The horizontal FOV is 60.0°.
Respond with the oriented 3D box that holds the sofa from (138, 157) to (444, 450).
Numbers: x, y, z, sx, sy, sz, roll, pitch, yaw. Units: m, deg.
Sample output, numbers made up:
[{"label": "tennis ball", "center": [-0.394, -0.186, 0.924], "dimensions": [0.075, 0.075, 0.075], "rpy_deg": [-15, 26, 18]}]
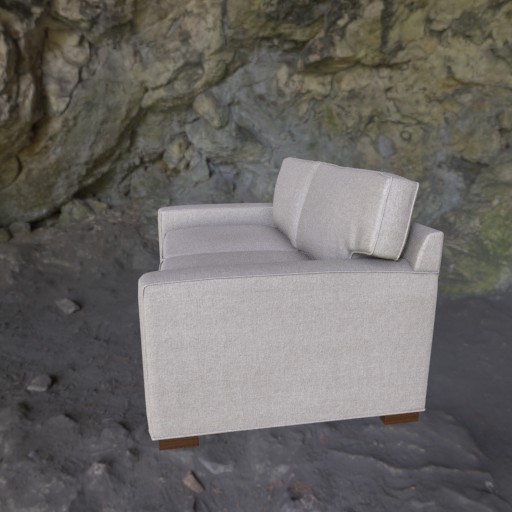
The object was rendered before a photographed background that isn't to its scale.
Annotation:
[{"label": "sofa", "center": [0.000, 0.000, 2.056], "dimensions": [0.940, 0.853, 1.484], "rpy_deg": [-2, 15, -9]}]
